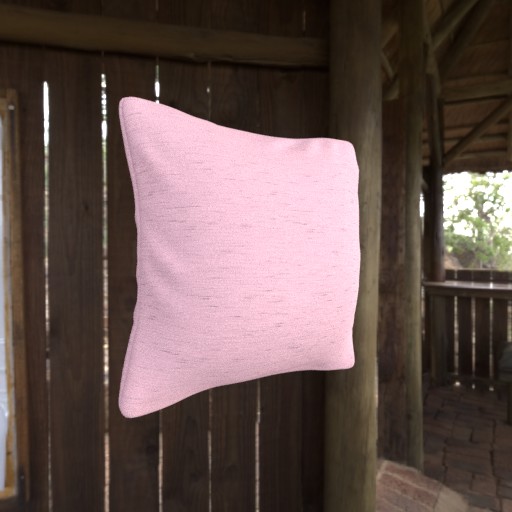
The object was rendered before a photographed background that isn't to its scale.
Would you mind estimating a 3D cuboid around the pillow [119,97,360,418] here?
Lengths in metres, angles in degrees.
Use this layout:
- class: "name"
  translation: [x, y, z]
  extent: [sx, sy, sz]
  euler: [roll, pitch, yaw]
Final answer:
- class: "pillow"
  translation: [0.000, 0.000, 0.691]
  extent: [0.432, 0.415, 0.246]
  euler: [-1, 1, -36]
